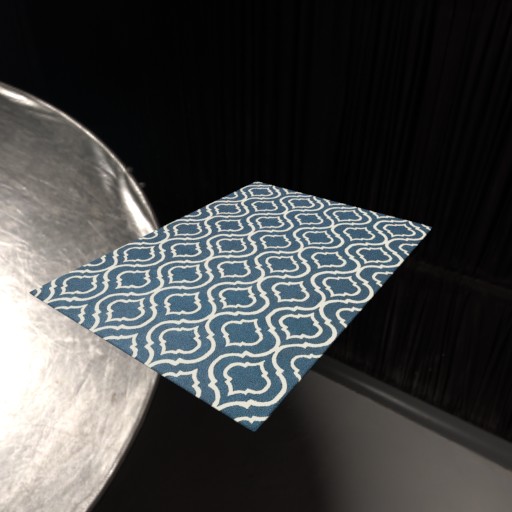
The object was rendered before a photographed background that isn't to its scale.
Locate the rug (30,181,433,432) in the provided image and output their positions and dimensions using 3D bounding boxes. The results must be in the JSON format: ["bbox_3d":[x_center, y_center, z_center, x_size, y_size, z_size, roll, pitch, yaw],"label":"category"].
[{"bbox_3d":[0.000,0.000,4.394,2.438,0.010,3.353,20,36,31],"label":"rug"}]
